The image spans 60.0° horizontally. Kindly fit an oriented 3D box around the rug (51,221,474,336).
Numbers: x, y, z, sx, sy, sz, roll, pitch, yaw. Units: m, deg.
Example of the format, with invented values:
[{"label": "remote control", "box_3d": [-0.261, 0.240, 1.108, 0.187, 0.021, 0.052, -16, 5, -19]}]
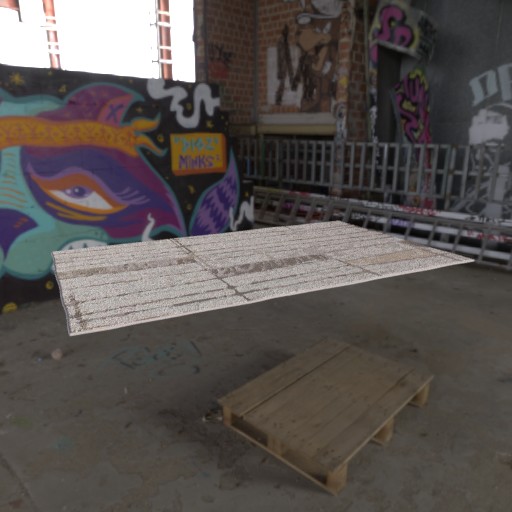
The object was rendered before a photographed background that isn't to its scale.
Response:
[{"label": "rug", "box_3d": [0.000, 0.000, 1.050, 0.867, 0.007, 0.515, -8, 18, -26]}]
